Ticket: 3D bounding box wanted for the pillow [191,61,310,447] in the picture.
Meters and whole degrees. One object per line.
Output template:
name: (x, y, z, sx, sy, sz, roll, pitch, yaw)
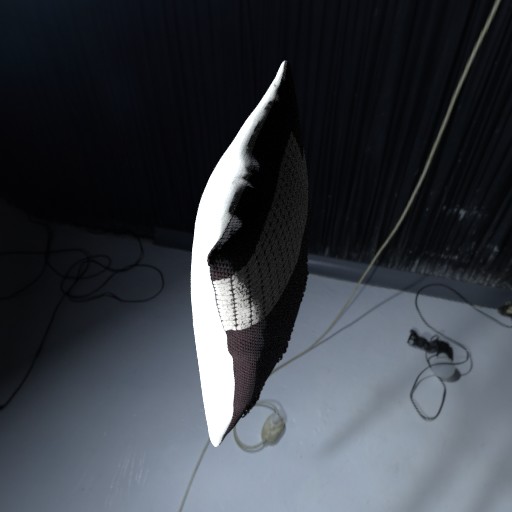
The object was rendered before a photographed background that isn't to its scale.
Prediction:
pillow: (0.000, 0.000, 0.738, 0.178, 0.473, 0.475, 9, 47, 9)
